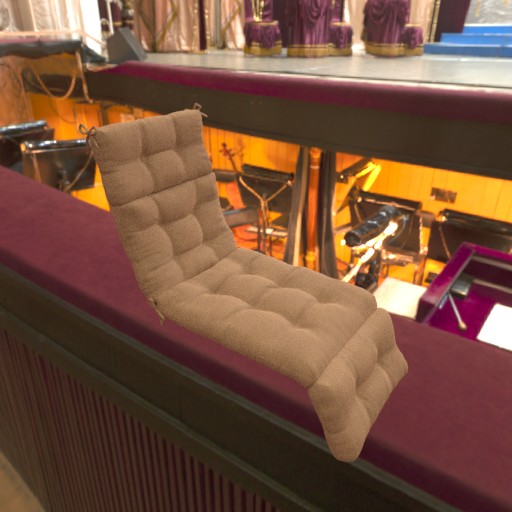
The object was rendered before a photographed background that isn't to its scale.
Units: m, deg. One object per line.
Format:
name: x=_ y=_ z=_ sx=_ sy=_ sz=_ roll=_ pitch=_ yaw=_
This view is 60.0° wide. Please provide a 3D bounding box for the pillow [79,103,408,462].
pillow: x=0.000 y=0.000 z=1.490 sx=1.016 sy=0.863 sz=0.526 roll=18 pitch=32 yaw=31
